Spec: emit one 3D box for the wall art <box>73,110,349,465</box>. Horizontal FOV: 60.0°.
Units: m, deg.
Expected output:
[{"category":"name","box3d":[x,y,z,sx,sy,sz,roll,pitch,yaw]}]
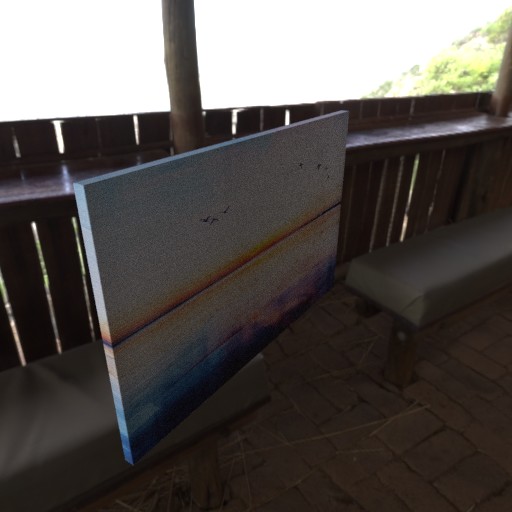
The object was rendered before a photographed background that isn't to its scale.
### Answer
[{"category":"wall art","box3d":[0.000,0.000,1.411,0.034,0.756,1.137,18,31,32]}]
